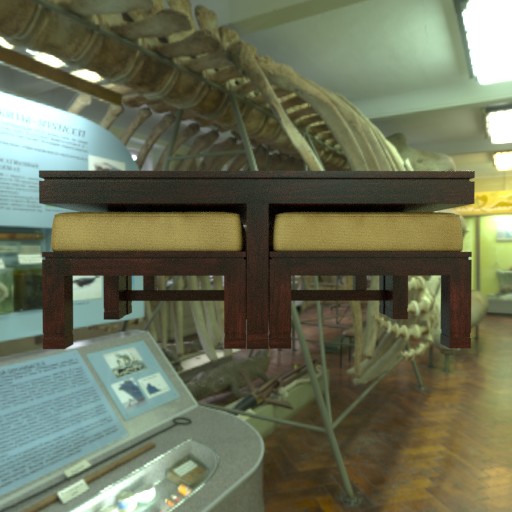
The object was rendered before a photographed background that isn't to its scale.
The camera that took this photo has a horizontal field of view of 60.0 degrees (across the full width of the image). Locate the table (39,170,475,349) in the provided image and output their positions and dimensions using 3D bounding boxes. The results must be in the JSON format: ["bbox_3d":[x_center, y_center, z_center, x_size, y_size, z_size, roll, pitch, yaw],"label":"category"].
[{"bbox_3d":[0.000,0.000,1.315,0.865,0.356,0.865,0,1,0],"label":"table"}]
